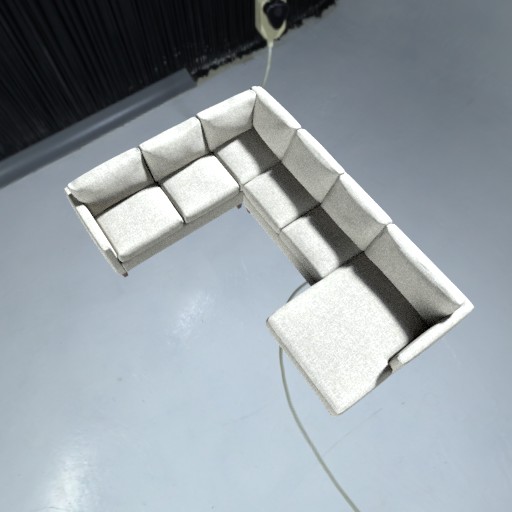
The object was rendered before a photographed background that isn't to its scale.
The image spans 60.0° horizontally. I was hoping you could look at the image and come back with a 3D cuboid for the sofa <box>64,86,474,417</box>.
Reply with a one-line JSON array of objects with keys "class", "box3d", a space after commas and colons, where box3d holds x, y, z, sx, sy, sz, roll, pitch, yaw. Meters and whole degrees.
[{"class": "sofa", "box3d": [0.000, 0.000, 4.601, 2.593, 0.959, 3.460, -33, 69, -14]}]
